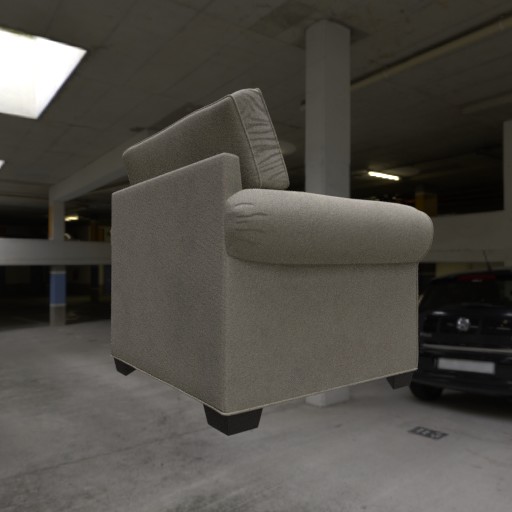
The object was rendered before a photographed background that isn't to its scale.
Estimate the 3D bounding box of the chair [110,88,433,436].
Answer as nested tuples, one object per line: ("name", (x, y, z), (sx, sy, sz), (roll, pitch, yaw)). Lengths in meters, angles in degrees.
("chair", (0.000, 0.000, 1.908), (0.939, 1.044, 1.147), (0, -1, -36))
